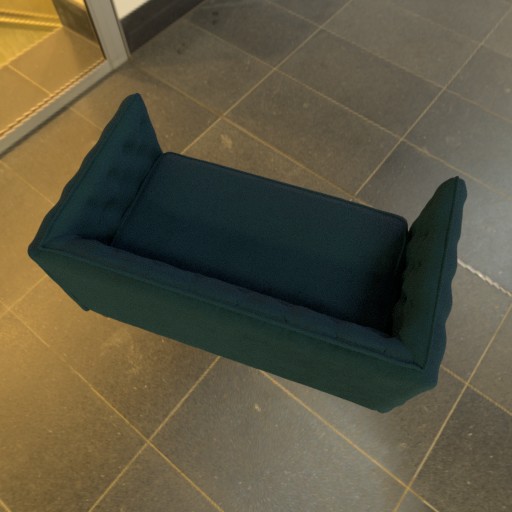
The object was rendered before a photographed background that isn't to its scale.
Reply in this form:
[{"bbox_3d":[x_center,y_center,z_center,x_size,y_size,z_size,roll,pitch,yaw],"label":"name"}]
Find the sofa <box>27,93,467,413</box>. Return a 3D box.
[{"bbox_3d":[0.000,0.000,2.071,1.583,0.810,0.909,17,64,8],"label":"sofa"}]
